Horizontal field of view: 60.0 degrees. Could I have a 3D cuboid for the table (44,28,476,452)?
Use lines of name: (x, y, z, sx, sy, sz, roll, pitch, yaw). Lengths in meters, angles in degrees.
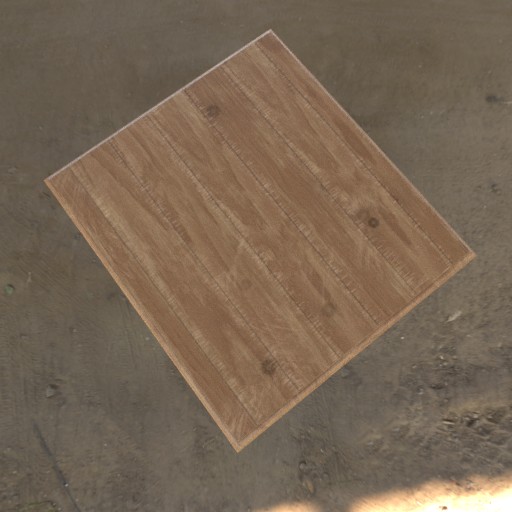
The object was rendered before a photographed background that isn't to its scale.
table: (0.000, 0.000, 0.949, 0.457, 0.561, 0.508, -37, 80, -8)
